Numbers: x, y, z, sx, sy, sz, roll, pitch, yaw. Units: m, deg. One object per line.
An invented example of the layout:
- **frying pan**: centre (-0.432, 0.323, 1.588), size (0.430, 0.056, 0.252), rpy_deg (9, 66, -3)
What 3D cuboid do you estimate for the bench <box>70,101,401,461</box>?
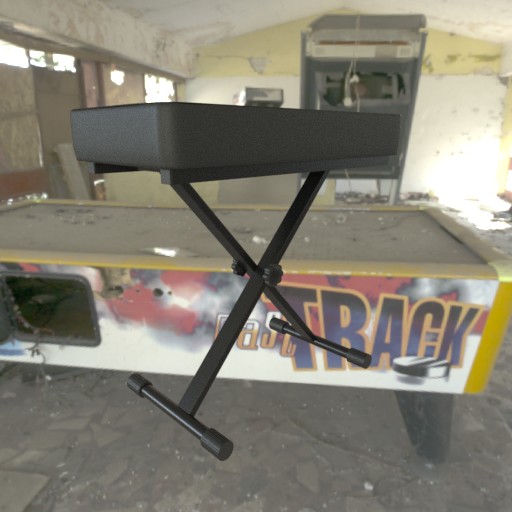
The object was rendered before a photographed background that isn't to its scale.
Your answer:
- **bench**: centre (0.000, 0.000, 0.910), size (0.600, 0.561, 0.300), rpy_deg (-15, 21, -42)
